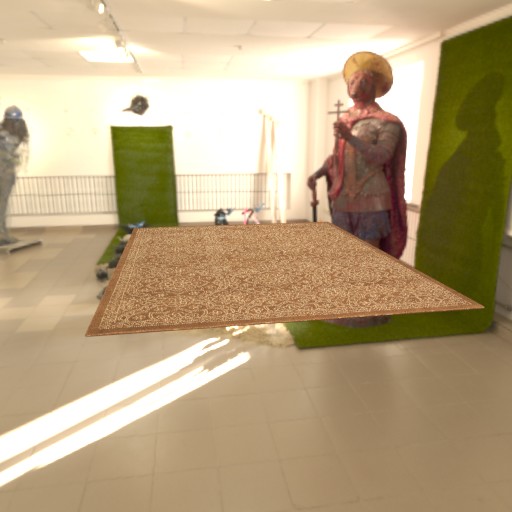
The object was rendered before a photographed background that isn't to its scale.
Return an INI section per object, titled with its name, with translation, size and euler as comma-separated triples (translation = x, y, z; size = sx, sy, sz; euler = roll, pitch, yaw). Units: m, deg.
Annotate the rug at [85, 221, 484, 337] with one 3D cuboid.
[rug]
translation = 0.000, 0.000, 4.080
size = 2.441, 0.015, 3.050
euler = -3, 15, -10
